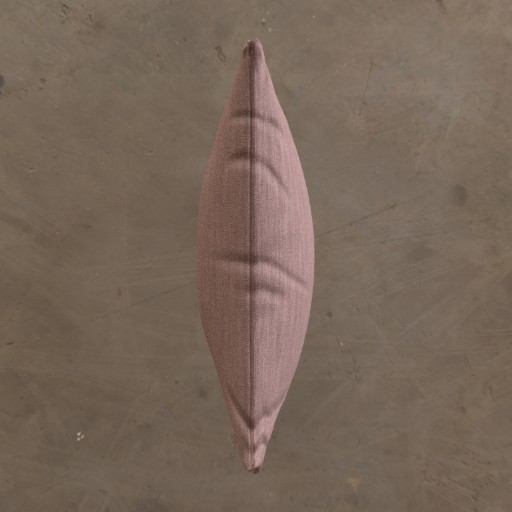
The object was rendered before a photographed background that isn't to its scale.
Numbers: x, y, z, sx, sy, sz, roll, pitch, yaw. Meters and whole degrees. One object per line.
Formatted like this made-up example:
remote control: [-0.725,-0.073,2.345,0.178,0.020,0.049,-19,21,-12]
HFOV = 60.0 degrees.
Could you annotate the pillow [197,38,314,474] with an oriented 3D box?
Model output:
pillow: [0.000,0.000,0.800,0.210,0.338,0.633,0,89,-1]
